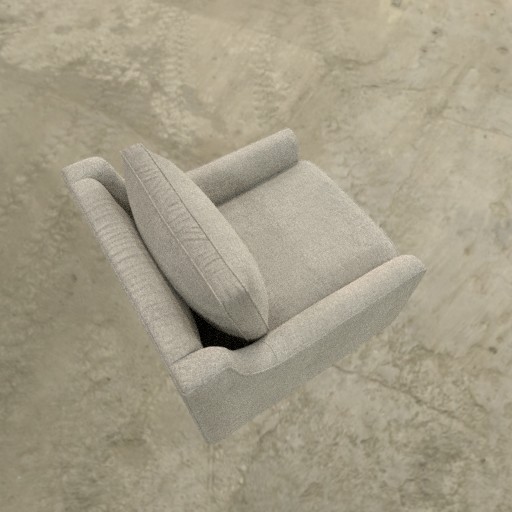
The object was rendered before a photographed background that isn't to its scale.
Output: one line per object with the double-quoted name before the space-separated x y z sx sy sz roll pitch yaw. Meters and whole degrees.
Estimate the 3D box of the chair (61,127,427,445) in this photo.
"chair" 0.000 0.000 1.594 0.918 0.864 0.838 -28 62 -17
